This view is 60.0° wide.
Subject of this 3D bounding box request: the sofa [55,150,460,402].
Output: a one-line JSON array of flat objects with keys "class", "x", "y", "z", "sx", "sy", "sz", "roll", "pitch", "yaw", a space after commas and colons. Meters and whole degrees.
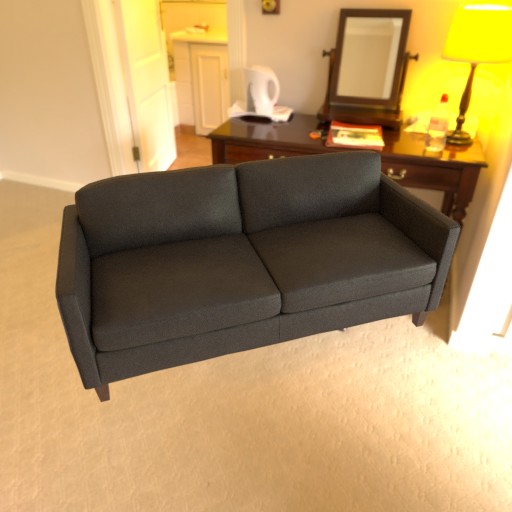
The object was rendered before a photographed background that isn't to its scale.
[{"class": "sofa", "x": 0.000, "y": 0.000, "z": 2.479, "sx": 1.971, "sy": 0.863, "sz": 0.933, "roll": -10, "pitch": 34, "yaw": -15}]
